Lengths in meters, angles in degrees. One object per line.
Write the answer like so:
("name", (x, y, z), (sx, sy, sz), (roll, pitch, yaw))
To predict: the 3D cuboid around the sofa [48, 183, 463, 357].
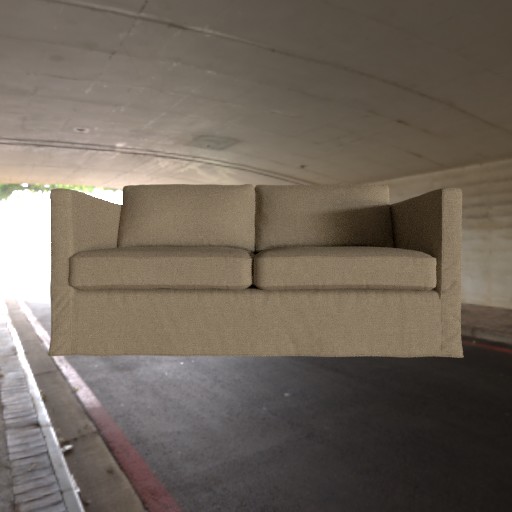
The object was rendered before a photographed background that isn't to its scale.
("sofa", (0.000, 0.000, 2.298), (1.766, 0.828, 0.956), (0, 1, 1))
